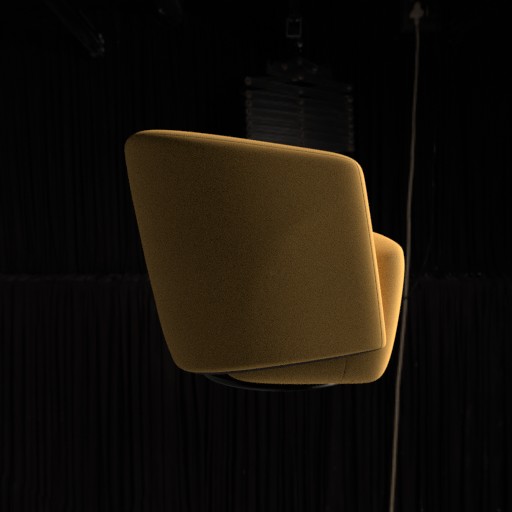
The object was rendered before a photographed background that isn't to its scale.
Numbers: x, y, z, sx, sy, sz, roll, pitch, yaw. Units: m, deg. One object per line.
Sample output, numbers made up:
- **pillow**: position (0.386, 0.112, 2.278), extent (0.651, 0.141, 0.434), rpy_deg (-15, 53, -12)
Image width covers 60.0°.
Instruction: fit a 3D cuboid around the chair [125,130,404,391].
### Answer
- **chair**: position (0.000, 0.000, 1.393), extent (0.767, 0.698, 0.773), rpy_deg (0, 1, 1)
